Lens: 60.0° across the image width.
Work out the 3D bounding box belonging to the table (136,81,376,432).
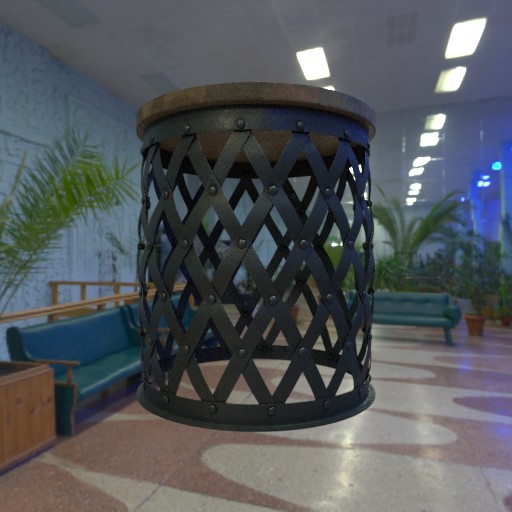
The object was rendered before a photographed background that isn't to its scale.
[{"bbox_3d":[0.000,0.000,0.776,0.405,0.454,0.405,0,0,0],"label":"table"}]
